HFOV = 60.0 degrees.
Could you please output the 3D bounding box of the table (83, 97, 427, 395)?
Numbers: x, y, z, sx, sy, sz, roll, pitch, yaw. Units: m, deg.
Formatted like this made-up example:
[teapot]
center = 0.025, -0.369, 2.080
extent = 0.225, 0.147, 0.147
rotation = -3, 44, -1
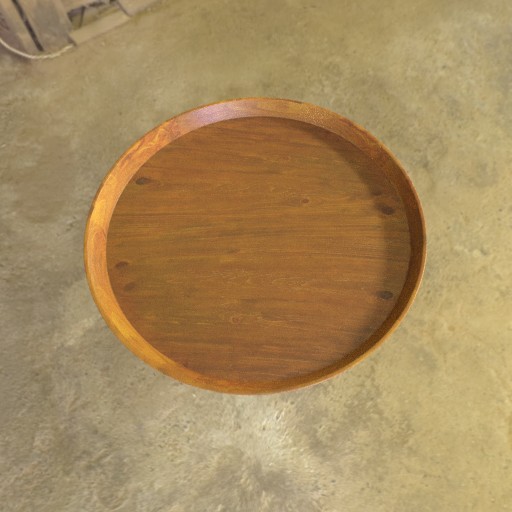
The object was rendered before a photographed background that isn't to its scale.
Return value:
[table]
center = 0.000, 0.000, 1.529
extent = 1.016, 0.470, 1.016
rotation = 0, 64, 0
